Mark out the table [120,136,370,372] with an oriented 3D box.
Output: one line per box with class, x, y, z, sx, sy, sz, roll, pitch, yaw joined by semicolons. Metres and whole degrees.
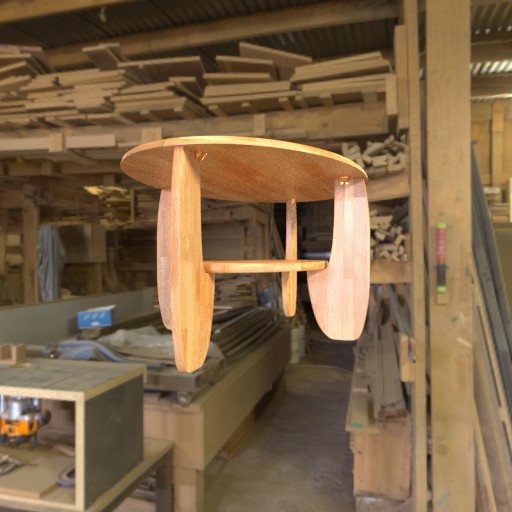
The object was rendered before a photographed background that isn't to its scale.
table;0.000;0.000;1.383;0.690;0.490;1.040;0;0;18
